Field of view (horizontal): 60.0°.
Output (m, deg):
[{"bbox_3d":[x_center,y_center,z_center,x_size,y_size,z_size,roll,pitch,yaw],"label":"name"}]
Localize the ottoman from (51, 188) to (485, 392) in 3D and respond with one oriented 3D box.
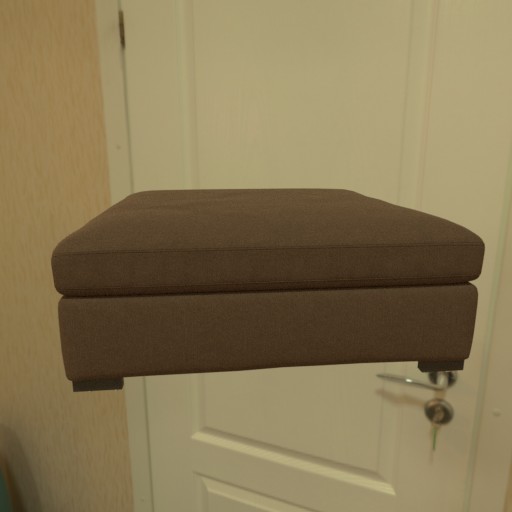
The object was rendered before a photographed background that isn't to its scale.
[{"bbox_3d":[0.000,0.000,1.754,1.181,0.470,1.181,-1,14,-6],"label":"ottoman"}]
